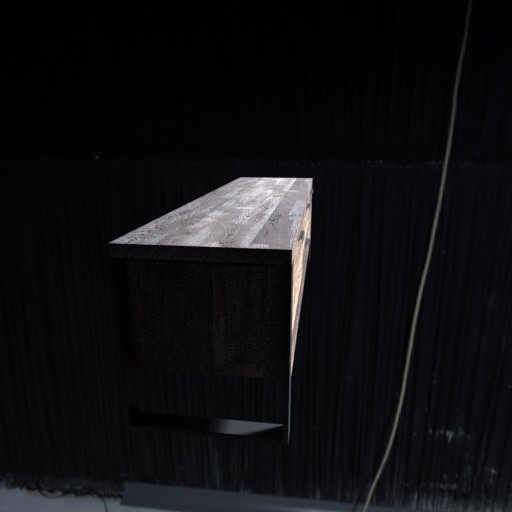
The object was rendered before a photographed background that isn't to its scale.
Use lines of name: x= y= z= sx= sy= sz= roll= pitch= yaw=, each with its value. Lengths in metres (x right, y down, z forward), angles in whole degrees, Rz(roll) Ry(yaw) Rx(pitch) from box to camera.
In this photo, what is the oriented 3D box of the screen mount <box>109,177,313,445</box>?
screen mount: x=0.000 y=0.000 z=1.685 sx=0.395 sy=0.450 sz=1.524 roll=2 pitch=15 yaw=8
